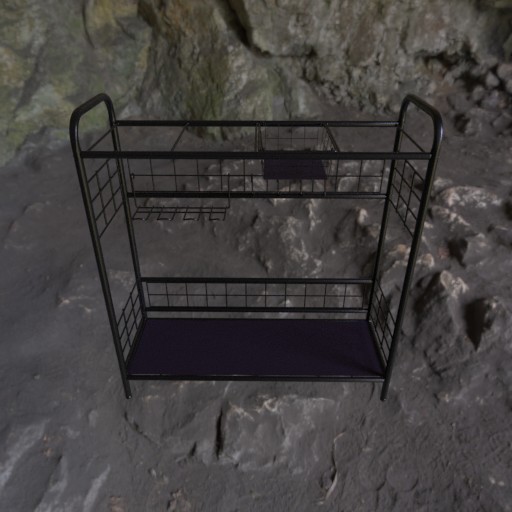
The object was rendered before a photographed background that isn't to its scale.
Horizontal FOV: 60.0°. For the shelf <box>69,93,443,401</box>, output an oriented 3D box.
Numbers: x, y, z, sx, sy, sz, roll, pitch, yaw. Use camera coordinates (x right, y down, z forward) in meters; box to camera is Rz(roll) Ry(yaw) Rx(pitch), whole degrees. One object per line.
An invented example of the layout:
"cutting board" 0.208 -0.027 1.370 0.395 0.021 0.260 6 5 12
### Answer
"shelf" 0.000 0.000 1.513 0.961 1.026 0.350 0 31 1
